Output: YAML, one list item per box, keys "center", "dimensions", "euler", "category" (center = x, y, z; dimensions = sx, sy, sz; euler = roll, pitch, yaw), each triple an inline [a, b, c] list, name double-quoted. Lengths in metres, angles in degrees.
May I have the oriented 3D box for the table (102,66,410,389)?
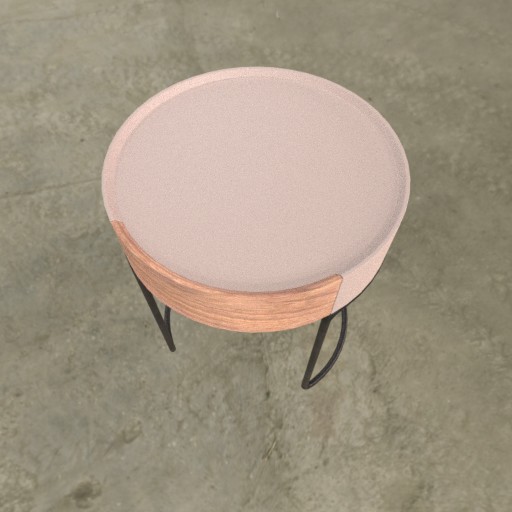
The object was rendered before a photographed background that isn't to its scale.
- center: [0.000, 0.000, 0.877]
  dimensions: [0.450, 0.530, 0.450]
  euler: [0, 58, 0]
  category: "table"
